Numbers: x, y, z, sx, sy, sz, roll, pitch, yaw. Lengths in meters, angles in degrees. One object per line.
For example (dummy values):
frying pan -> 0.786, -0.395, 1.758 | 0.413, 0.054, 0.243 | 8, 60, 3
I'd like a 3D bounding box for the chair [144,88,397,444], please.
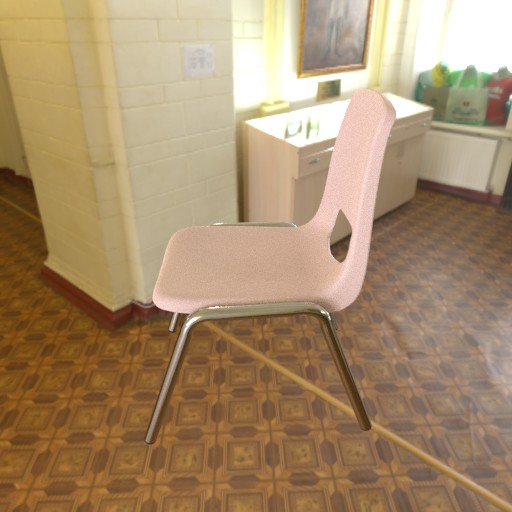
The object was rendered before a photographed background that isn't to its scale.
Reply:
chair -> 0.000, 0.000, 0.834 | 0.423, 0.586, 0.354 | -1, 27, -2
